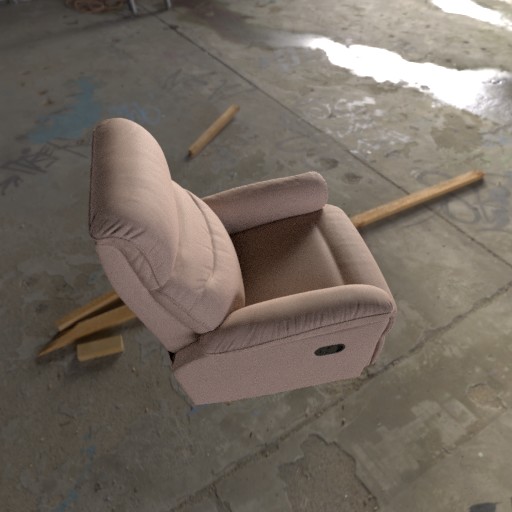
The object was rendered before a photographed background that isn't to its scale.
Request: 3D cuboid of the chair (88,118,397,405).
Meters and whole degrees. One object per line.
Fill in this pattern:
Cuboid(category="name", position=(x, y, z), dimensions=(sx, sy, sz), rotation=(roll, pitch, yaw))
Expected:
Cuboid(category="chair", position=(0.000, 0.000, 1.725), dimensions=(1.004, 1.037, 0.820), rotation=(-9, 47, -9))
